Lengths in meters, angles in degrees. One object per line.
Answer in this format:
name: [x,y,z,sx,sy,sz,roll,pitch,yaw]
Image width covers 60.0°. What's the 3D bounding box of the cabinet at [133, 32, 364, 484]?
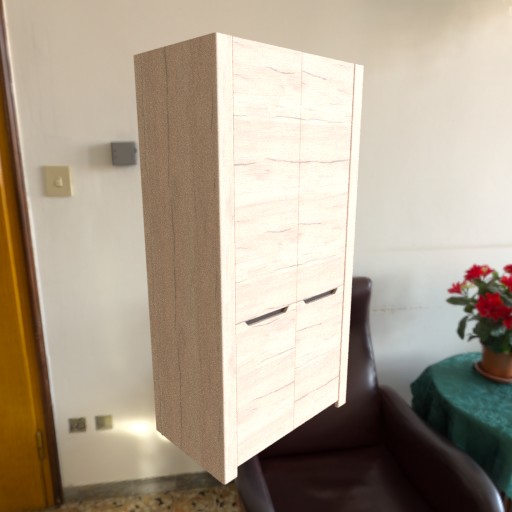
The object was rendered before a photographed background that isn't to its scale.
cabinet: [0.000,0.000,2.359,0.980,1.930,0.580,-13,19,-43]
